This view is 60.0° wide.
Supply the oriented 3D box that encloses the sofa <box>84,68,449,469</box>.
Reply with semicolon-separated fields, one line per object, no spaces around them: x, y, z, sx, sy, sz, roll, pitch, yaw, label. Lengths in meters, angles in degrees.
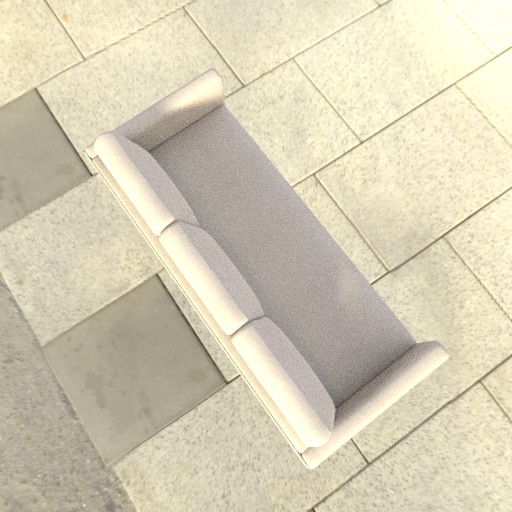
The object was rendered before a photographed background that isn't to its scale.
0.000;0.000;2.716;0.959;0.838;2.210;-36;79;-8;sofa
